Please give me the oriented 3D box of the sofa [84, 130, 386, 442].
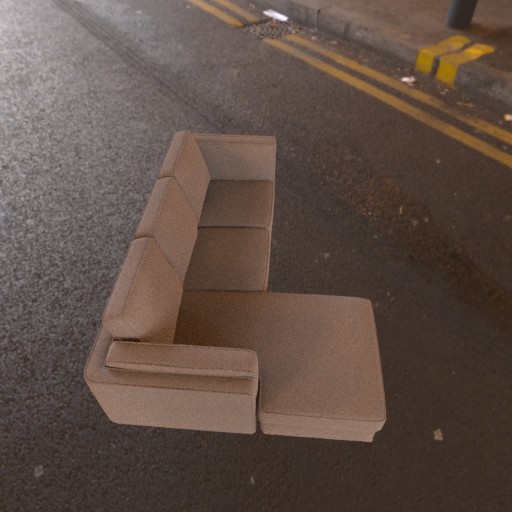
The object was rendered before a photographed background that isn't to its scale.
[{"bbox_3d":[0.000,0.000,3.195,1.604,0.929,2.411,3,46,3],"label":"sofa"}]
